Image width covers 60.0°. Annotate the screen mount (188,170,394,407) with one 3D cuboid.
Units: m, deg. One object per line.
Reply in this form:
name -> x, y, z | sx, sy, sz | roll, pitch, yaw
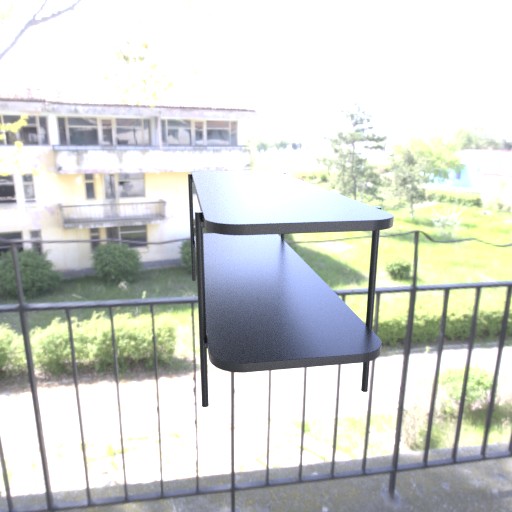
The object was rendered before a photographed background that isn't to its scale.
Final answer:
screen mount -> 0.000, 0.000, 1.417 | 0.400, 0.447, 1.200 | -2, 15, -9
